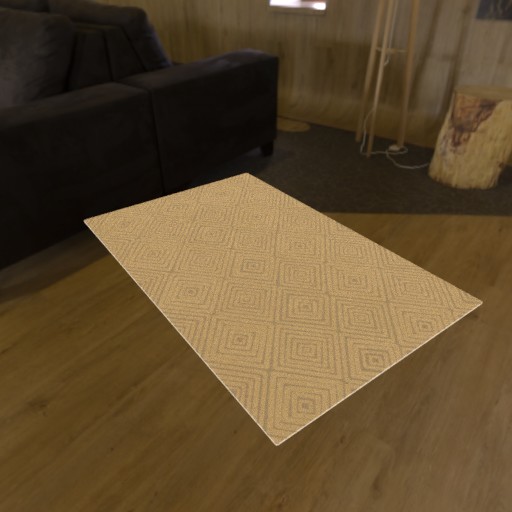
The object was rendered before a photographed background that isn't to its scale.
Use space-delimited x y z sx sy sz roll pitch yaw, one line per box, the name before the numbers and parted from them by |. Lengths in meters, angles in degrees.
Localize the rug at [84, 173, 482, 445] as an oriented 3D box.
rug | 0.000 0.000 2.219 1.143 0.008 1.753 -22 40 -30
